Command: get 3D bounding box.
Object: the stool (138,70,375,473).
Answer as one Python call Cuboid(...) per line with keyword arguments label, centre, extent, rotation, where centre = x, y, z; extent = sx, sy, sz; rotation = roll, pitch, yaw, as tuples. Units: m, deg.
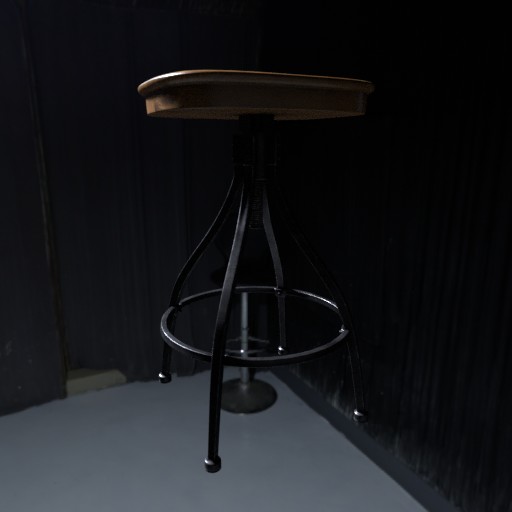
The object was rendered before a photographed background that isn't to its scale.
Cuboid(label="stool", centre=(0.000, 0.000, 0.961), extent=(0.432, 0.694, 0.424), rotation=(-7, 16, -25))
